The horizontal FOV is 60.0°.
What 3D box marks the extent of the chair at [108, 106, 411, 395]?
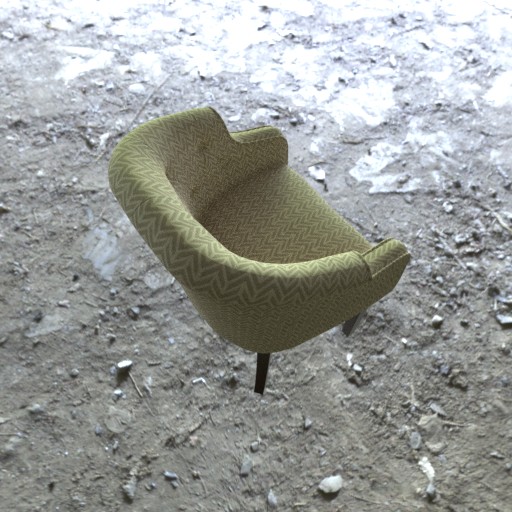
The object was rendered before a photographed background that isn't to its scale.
[{"bbox_3d":[0.000,0.000,1.324,0.613,0.858,0.686,-31,62,-18],"label":"chair"}]
